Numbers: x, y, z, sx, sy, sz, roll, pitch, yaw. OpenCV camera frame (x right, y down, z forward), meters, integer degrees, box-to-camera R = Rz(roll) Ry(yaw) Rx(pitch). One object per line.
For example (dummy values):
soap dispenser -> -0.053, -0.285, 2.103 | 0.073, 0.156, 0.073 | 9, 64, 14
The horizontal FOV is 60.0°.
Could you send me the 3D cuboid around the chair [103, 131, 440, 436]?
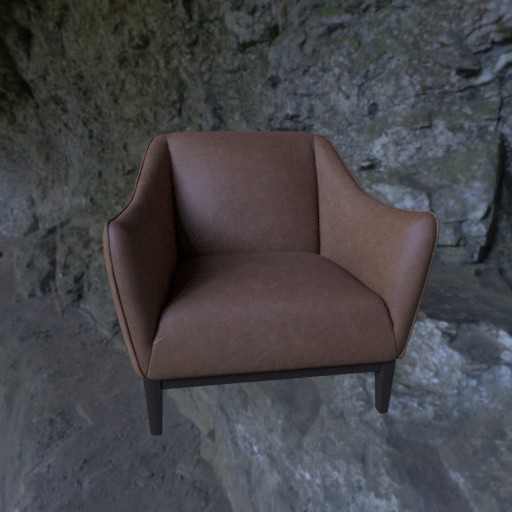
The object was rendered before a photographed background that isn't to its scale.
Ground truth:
chair -> 0.000, 0.000, 1.530 | 0.871, 0.830, 0.852 | -2, 16, -8
